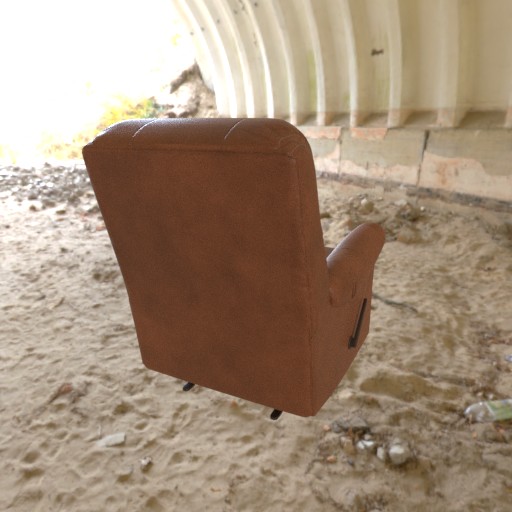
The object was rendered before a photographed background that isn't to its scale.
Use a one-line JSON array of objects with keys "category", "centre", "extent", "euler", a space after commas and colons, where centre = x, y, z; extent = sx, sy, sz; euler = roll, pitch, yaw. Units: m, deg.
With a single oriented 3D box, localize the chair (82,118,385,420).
[{"category": "chair", "centre": [0.000, 0.000, 1.786], "extent": [0.838, 1.054, 1.014], "euler": [8, 18, 26]}]
